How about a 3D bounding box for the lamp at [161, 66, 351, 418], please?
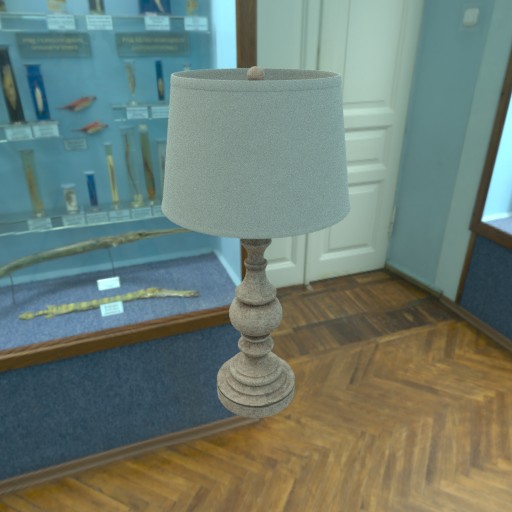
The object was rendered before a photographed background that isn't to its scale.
[{"bbox_3d":[0.000,0.000,0.861,0.340,0.678,0.340,0,26,0],"label":"lamp"}]
